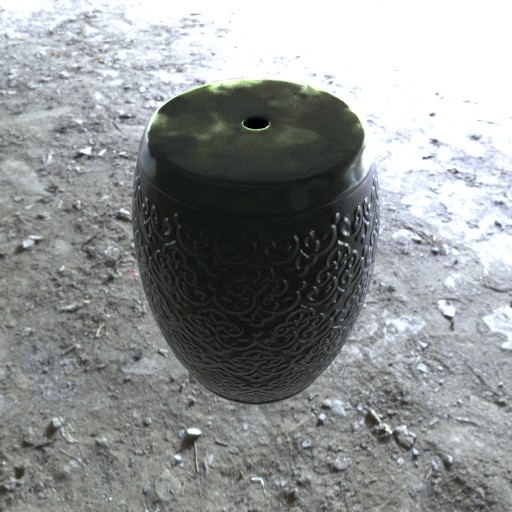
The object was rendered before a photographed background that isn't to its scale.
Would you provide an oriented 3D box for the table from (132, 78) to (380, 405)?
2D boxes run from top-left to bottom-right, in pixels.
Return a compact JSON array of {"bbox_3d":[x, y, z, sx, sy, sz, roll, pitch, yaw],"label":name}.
[{"bbox_3d":[0.000,0.000,0.604,0.309,0.397,0.309,0,44,0],"label":"table"}]
